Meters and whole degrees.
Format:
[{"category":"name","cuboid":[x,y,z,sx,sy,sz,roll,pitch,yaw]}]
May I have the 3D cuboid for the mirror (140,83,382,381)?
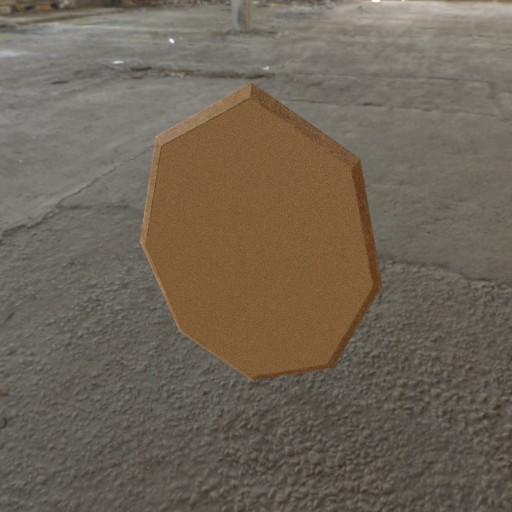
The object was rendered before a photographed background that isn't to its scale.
[{"category":"mirror","cuboid":[0.000,0.000,1.029,0.577,0.774,0.070,10,34,15]}]
